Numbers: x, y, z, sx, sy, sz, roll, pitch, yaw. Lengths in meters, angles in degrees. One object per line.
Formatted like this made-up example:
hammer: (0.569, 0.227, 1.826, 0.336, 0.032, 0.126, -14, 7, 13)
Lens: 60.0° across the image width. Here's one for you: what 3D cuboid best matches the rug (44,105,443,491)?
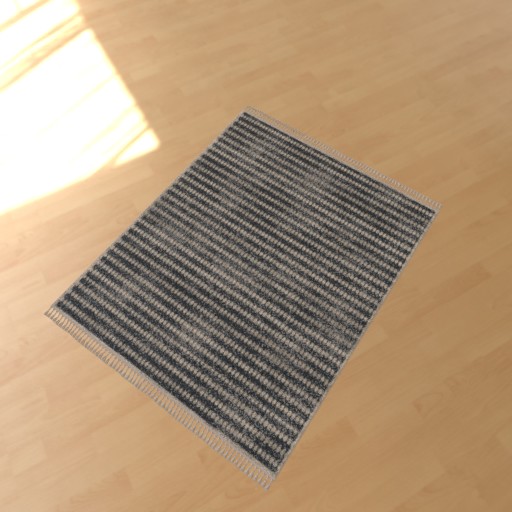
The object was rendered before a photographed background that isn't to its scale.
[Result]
rug: (0.000, 0.000, 3.906, 2.256, 0.013, 2.910, 32, 67, 16)
